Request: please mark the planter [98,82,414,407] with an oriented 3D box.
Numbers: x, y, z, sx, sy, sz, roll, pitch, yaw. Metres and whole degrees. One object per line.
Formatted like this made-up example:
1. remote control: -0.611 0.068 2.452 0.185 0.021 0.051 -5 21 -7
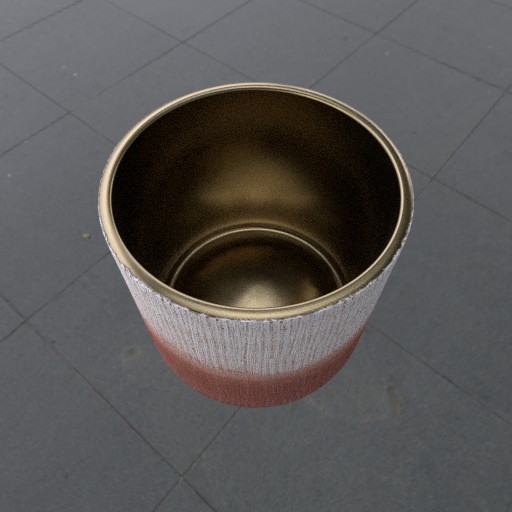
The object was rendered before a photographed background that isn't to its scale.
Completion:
1. planter: 0.000 0.000 0.392 0.221 0.201 0.221 0 57 0
